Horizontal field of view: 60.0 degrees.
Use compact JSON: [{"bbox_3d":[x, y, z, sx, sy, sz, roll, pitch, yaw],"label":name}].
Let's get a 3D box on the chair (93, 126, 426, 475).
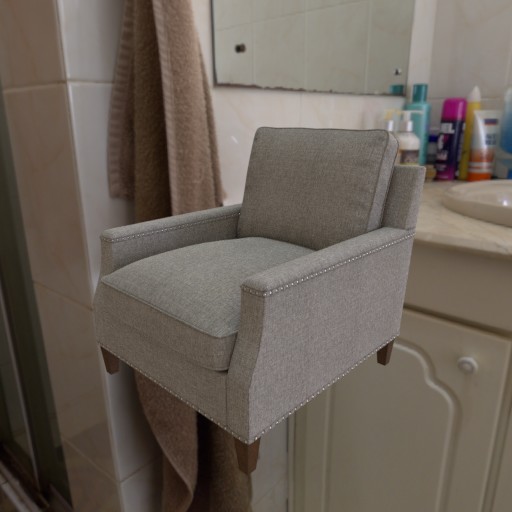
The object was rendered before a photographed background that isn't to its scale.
[{"bbox_3d":[0.000,0.000,1.709,0.853,0.943,1.014,16,23,41],"label":"chair"}]
